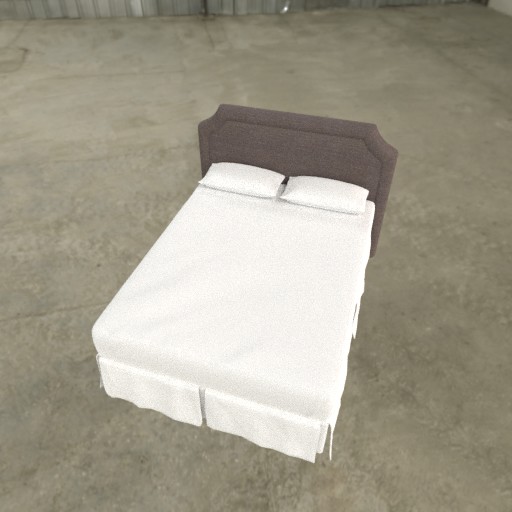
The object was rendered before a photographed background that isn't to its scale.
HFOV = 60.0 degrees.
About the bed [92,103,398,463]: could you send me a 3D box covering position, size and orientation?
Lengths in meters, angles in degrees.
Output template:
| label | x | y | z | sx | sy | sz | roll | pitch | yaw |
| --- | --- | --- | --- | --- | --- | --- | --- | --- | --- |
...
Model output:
| label | x | y | z | sx | sy | sz | roll | pitch | yaw |
| --- | --- | --- | --- | --- | --- | --- | --- | --- | --- |
| bed | 0.000 | 0.000 | 3.218 | 1.693 | 1.290 | 2.116 | 12 | 43 | 13 |
